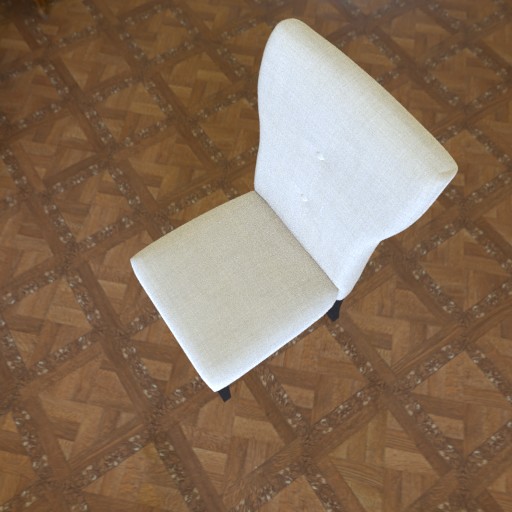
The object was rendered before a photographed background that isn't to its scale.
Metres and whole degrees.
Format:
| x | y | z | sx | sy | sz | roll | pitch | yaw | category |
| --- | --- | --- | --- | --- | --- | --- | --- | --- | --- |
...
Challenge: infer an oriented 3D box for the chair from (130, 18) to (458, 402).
| x | y | z | sx | sy | sz | roll | pitch | yaw | category |
| --- | --- | --- | --- | --- | --- | --- | --- | --- | --- |
| 0.000 | 0.000 | 1.221 | 0.597 | 0.921 | 0.509 | -33 | 69 | -14 | chair |
